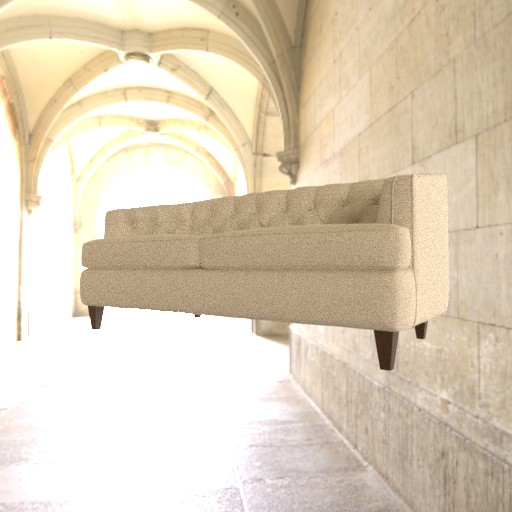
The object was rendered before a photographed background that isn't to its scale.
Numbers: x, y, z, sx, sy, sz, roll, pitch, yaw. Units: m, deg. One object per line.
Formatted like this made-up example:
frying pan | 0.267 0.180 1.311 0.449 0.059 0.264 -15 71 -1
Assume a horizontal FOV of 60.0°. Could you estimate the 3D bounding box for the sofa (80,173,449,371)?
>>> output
sofa | 0.000 0.000 2.244 1.733 0.855 0.941 -1 -2 36
